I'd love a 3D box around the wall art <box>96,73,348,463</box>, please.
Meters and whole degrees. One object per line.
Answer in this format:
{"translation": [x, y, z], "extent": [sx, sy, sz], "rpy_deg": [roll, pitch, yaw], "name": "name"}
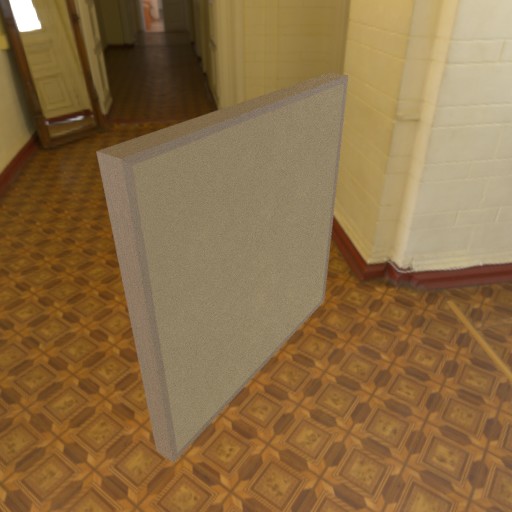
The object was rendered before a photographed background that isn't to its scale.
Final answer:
{"translation": [0.000, 0.000, 0.754], "extent": [0.038, 0.506, 0.508], "rpy_deg": [21, 38, 29], "name": "wall art"}
